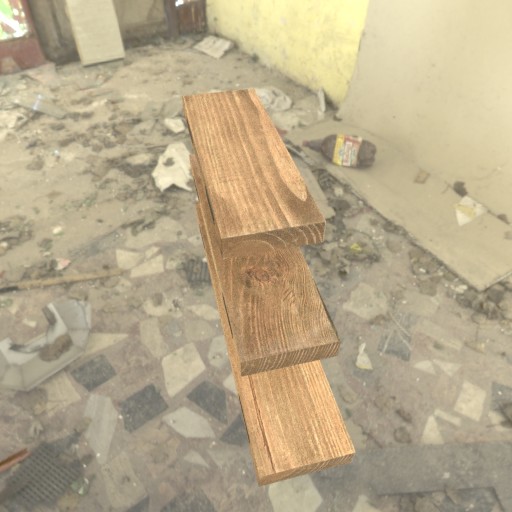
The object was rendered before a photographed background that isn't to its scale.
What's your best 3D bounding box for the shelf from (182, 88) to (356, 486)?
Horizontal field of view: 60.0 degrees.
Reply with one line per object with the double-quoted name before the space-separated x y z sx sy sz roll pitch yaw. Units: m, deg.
"shelf" 0.000 0.000 0.740 0.140 0.293 0.610 -10 46 -10
